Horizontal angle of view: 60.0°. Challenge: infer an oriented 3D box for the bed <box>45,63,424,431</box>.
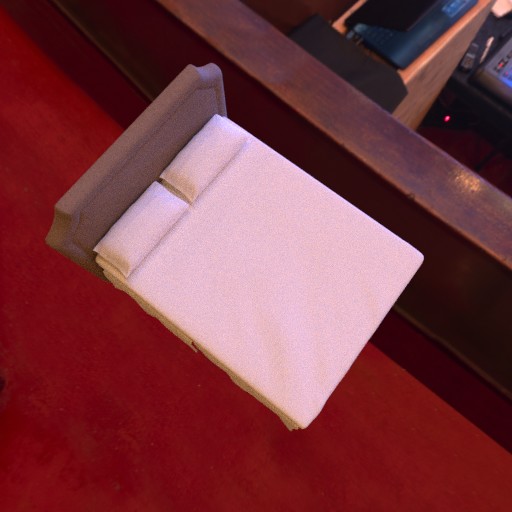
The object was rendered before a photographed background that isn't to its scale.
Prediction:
[{"bbox_3d":[0.000,0.000,3.231,2.116,1.290,1.693,37,78,9],"label":"bed"}]
